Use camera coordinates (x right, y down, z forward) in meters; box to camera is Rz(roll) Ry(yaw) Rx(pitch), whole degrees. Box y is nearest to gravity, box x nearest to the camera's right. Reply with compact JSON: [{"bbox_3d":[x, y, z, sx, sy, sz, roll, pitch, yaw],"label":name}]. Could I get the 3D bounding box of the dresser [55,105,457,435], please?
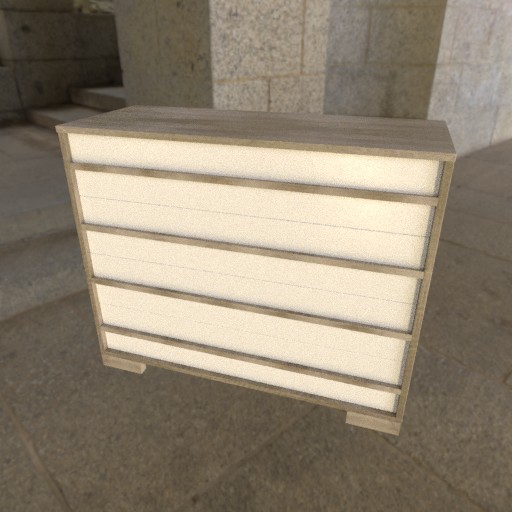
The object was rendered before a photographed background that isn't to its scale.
[{"bbox_3d":[0.000,0.000,1.398,0.994,0.816,0.404,8,28,16],"label":"dresser"}]
